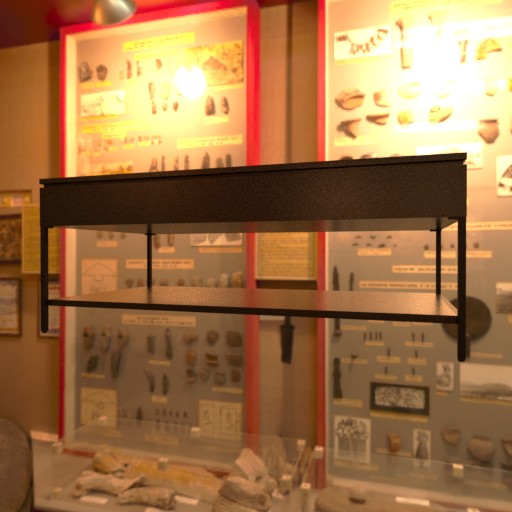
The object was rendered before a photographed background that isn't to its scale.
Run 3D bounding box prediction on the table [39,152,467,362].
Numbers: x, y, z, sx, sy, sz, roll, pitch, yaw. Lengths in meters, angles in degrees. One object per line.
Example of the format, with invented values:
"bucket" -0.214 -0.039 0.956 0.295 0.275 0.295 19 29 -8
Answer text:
"table" 0.000 0.000 1.352 1.095 0.435 0.574 0 0 18
